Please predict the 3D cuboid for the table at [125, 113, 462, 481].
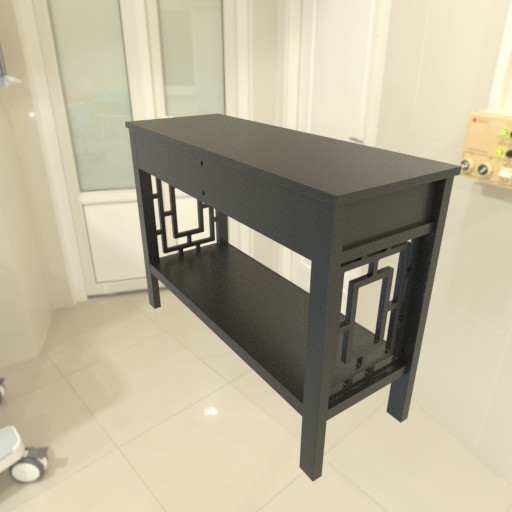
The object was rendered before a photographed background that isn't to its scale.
[{"bbox_3d":[0.000,0.000,1.447,0.397,0.753,1.068,-16,30,-31],"label":"table"}]
